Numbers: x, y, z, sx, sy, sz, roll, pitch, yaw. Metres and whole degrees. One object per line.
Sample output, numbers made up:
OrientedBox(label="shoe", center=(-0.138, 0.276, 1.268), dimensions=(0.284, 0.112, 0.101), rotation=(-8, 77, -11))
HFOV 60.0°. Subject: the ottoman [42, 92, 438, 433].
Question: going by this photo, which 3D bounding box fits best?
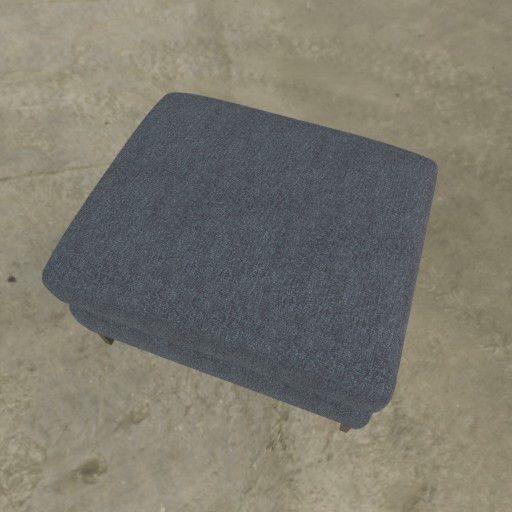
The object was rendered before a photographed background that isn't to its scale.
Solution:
OrientedBox(label="ottoman", center=(0.000, 0.000, 1.280), dimensions=(0.831, 0.533, 0.695), rotation=(17, 61, 10))
